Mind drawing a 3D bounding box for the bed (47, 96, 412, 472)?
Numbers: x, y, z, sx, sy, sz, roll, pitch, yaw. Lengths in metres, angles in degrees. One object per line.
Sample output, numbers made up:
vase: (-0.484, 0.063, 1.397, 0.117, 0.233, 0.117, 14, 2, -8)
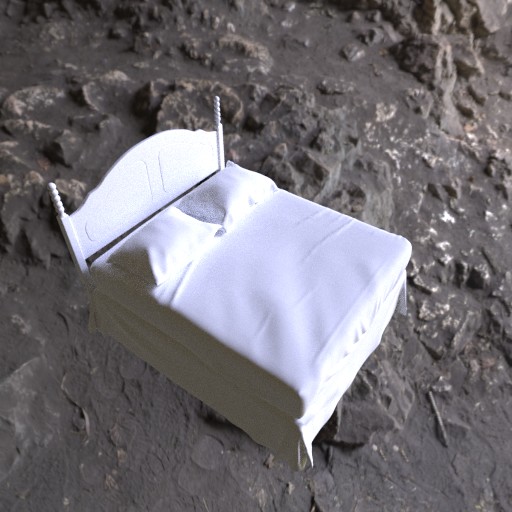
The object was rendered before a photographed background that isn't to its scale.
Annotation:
bed: (0.000, 0.000, 3.246, 2.040, 1.356, 1.873, 26, 49, 26)
